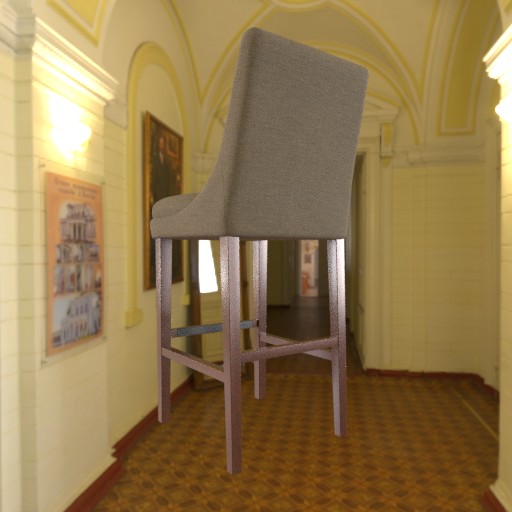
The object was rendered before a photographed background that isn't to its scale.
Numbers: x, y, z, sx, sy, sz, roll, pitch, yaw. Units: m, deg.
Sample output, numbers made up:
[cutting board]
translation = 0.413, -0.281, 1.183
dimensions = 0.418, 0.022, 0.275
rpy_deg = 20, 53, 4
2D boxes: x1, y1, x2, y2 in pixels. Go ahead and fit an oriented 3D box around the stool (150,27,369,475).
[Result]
[stool]
translation = 0.000, 0.000, 1.358
dimensions = 0.470, 1.078, 0.577
rpy_deg = 0, 1, -36
